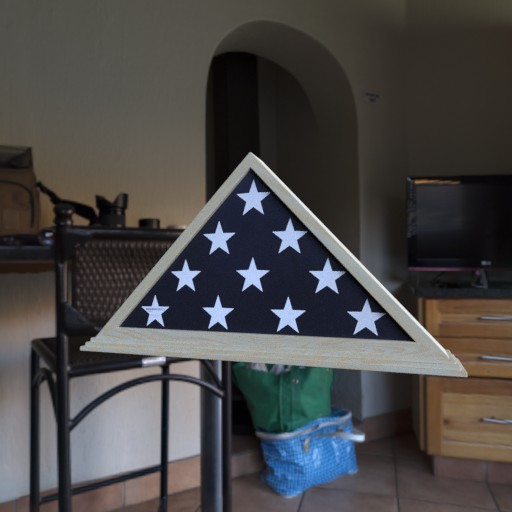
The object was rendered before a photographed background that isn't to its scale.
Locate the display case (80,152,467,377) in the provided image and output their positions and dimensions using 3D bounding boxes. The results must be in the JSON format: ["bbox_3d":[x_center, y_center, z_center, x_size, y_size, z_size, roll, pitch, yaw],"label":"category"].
[{"bbox_3d":[0.000,0.000,0.755,0.640,0.340,0.095,0,-1,18],"label":"display case"}]
